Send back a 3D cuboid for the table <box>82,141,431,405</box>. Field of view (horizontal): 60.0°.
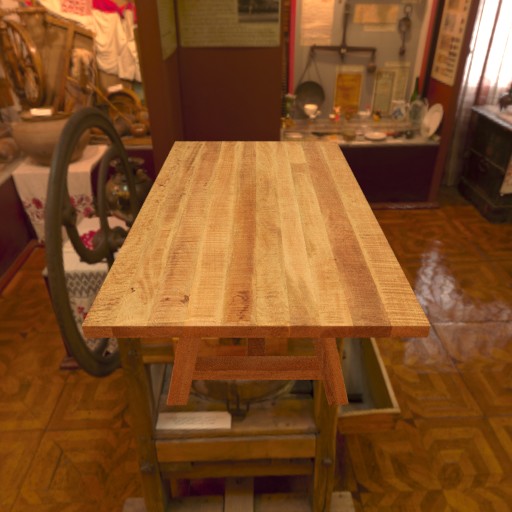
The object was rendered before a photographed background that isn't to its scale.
[{"bbox_3d":[0.000,0.000,1.644,0.760,0.455,1.320,0,32,0],"label":"table"}]
